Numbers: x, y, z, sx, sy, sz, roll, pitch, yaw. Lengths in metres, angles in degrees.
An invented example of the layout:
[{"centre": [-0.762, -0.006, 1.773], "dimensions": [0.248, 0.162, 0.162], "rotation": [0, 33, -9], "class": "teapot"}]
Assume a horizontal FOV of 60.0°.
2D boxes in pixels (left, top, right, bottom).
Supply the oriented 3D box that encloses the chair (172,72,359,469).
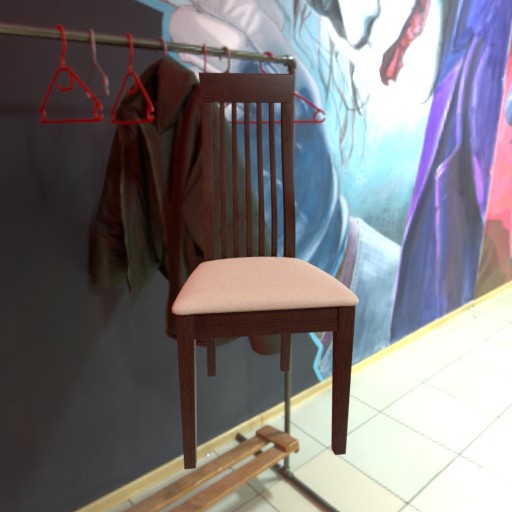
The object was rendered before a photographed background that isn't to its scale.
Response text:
[{"centre": [0.000, 0.000, 1.272], "dimensions": [0.460, 1.027, 0.474], "rotation": [-2, 16, -7], "class": "chair"}]
